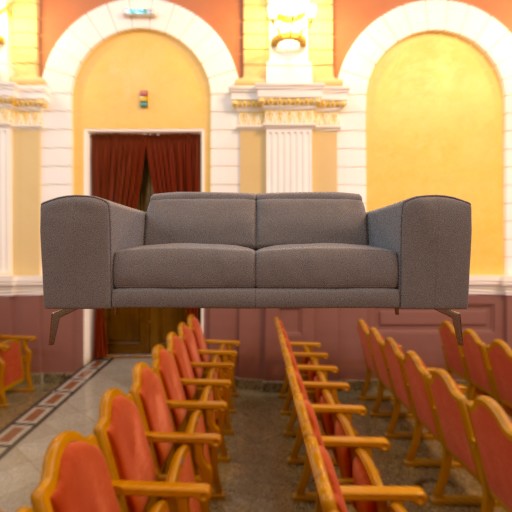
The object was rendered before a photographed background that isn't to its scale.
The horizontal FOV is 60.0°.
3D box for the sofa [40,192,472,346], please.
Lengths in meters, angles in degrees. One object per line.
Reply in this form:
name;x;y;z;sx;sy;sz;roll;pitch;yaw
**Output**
sofa;0.000;0.000;2.398;1.895;0.779;1.003;0;1;0
